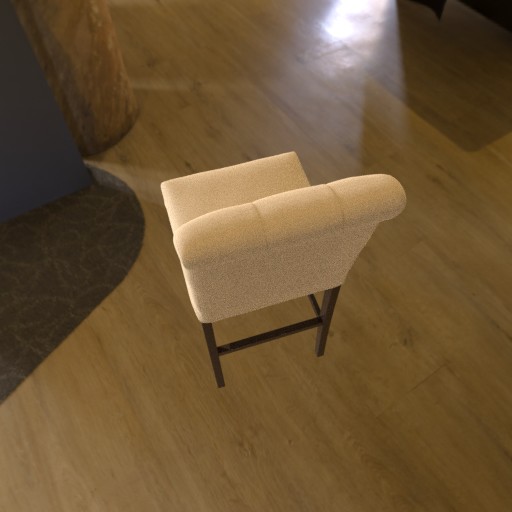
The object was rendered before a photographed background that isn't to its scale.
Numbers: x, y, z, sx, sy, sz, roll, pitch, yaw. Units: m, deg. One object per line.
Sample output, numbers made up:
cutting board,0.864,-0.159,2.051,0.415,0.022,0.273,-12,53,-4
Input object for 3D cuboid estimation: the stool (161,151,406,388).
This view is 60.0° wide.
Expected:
stool,0.000,0.000,1.447,0.482,1.118,0.610,-15,59,-9
